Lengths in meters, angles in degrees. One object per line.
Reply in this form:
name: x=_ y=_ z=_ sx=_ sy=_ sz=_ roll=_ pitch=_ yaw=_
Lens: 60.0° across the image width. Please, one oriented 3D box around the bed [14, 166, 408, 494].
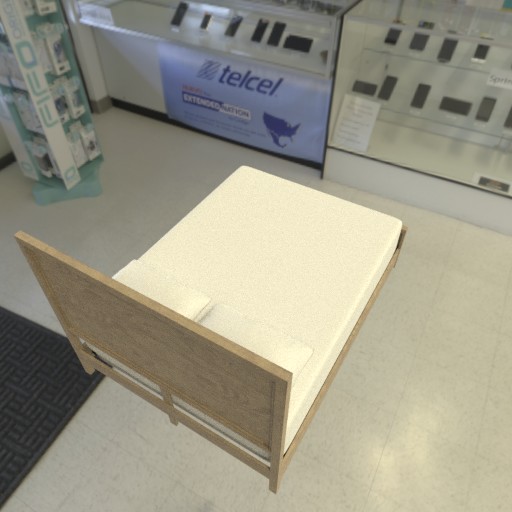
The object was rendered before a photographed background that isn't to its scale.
bed: x=0.000 y=0.000 z=3.143 sx=1.606 sy=1.369 sz=2.189 roll=23 pitch=50 yaw=21
